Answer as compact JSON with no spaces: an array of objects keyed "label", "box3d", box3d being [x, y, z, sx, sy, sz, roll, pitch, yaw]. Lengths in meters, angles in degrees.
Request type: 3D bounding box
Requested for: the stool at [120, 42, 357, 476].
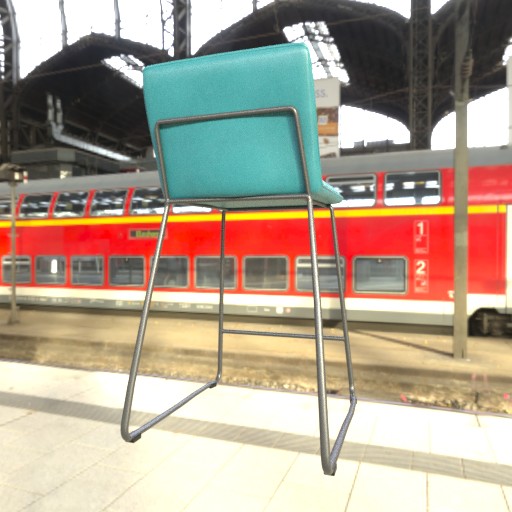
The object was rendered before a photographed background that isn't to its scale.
[{"label":"stool","box3d":[0.000,0.000,1.170,0.489,0.866,0.524,0,1,19]}]
